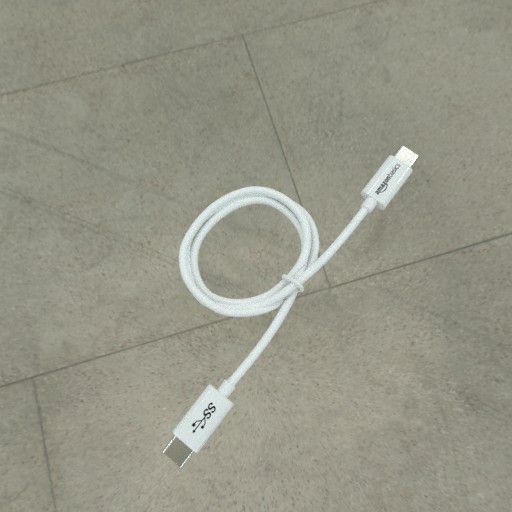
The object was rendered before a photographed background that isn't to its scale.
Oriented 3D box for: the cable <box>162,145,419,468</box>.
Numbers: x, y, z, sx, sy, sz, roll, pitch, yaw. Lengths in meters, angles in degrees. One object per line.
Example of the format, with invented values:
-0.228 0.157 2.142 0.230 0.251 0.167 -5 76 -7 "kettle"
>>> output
0.000 0.000 0.210 0.070 0.014 0.186 37 78 9 "cable"
